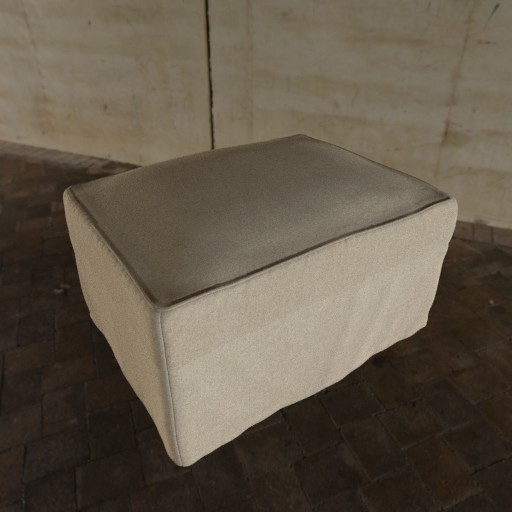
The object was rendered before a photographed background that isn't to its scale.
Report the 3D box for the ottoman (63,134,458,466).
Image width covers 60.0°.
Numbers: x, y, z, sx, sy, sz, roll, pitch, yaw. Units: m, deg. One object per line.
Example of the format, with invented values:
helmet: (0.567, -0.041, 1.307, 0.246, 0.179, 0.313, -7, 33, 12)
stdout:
ottoman: (0.000, 0.000, 1.228, 0.833, 0.485, 0.650, -20, 38, -28)
